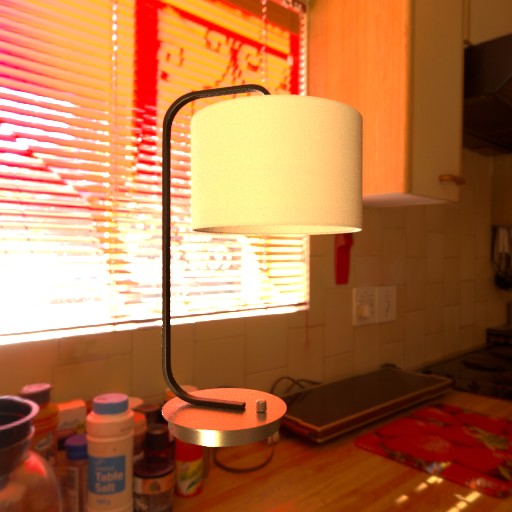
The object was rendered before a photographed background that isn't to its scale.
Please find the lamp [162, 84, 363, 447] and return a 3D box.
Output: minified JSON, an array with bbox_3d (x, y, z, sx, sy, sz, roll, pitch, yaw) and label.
[{"bbox_3d":[0.000,0.000,0.613,0.288,0.473,0.230,0,0,19],"label":"lamp"}]
